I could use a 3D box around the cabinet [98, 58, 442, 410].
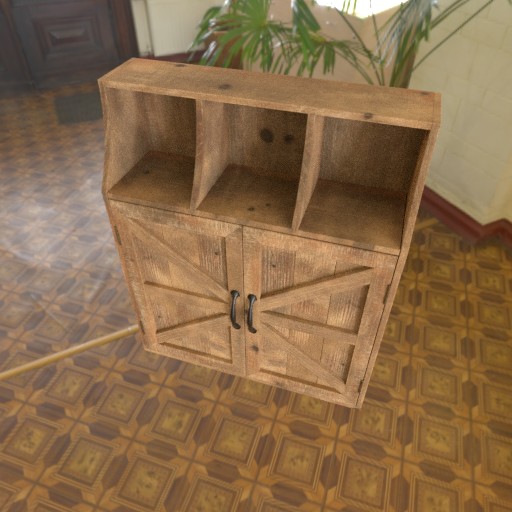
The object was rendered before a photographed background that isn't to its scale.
[{"bbox_3d":[0.000,0.000,0.808,0.489,0.590,0.184,12,43,13],"label":"cabinet"}]
